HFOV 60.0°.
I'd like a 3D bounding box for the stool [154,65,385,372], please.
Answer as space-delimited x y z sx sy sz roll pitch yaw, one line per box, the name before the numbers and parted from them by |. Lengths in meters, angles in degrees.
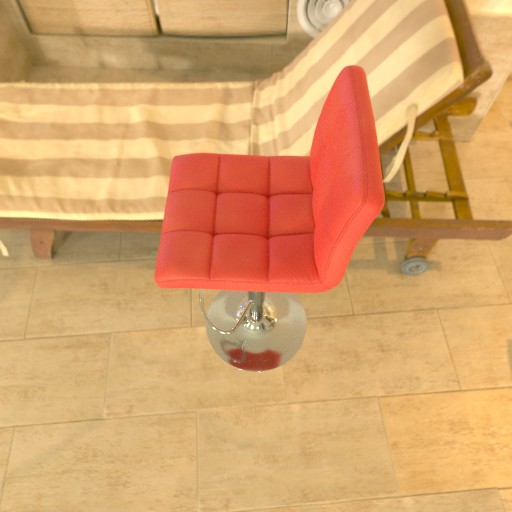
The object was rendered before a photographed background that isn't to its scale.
stool | 0.000 0.000 1.394 0.505 1.115 0.430 1 60 1
